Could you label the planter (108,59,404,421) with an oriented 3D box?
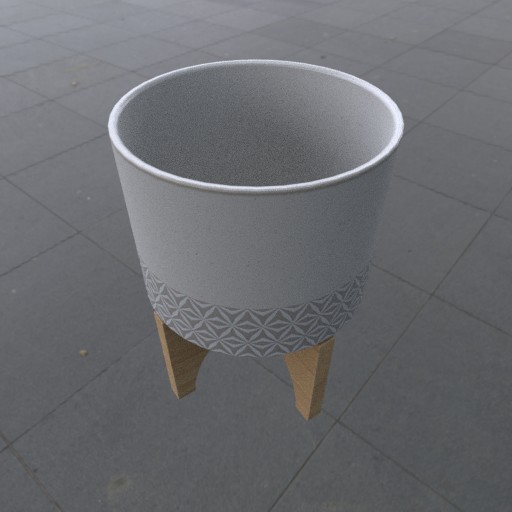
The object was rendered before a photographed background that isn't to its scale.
[{"bbox_3d":[0.000,0.000,0.377,0.188,0.260,0.188,0,42,0],"label":"planter"}]
